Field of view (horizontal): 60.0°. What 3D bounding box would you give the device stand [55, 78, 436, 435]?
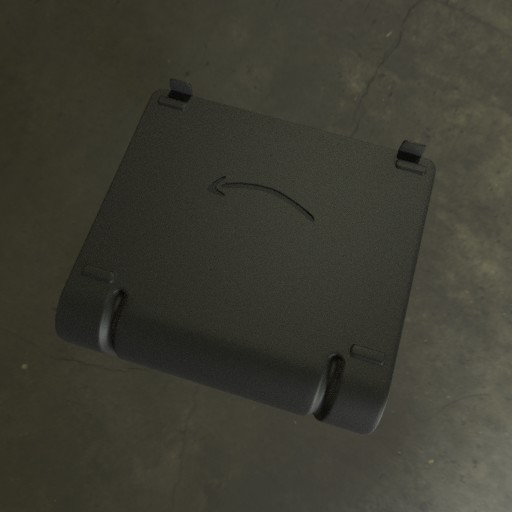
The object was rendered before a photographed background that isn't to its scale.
[{"bbox_3d":[0.000,0.000,0.401,0.256,0.155,0.236,16,76,4],"label":"device stand"}]
